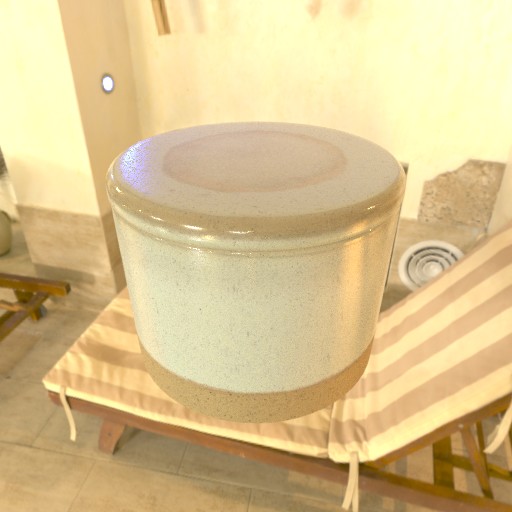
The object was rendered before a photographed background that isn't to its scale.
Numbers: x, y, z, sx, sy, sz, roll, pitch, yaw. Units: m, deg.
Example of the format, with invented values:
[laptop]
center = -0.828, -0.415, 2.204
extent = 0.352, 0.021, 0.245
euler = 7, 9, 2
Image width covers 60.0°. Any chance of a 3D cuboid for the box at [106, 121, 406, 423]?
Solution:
[box]
center = 0.000, 0.000, 0.265
extent = 0.154, 0.123, 0.154
euler = 0, 31, 0
